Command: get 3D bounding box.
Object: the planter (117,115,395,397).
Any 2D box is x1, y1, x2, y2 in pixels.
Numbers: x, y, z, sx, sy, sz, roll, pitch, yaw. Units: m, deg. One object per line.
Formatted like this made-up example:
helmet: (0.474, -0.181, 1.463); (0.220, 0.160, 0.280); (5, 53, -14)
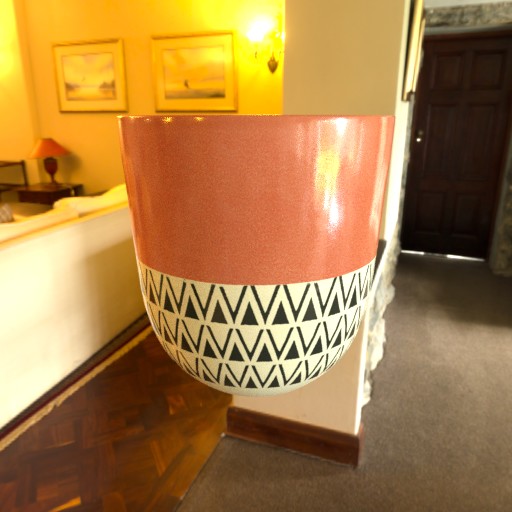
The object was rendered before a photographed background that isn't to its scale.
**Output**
planter: (0.000, 0.000, 0.355); (0.195, 0.214, 0.195); (0, 17, 0)
